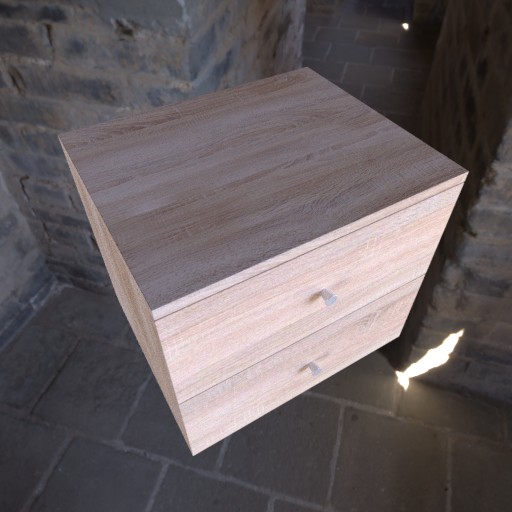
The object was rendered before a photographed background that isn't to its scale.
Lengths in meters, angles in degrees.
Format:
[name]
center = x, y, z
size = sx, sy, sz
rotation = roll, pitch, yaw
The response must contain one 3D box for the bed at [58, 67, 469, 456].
[bed]
center = 0.000, 0.000, 0.784
size = 0.460, 0.420, 0.401
rotation = -23, 51, -20
